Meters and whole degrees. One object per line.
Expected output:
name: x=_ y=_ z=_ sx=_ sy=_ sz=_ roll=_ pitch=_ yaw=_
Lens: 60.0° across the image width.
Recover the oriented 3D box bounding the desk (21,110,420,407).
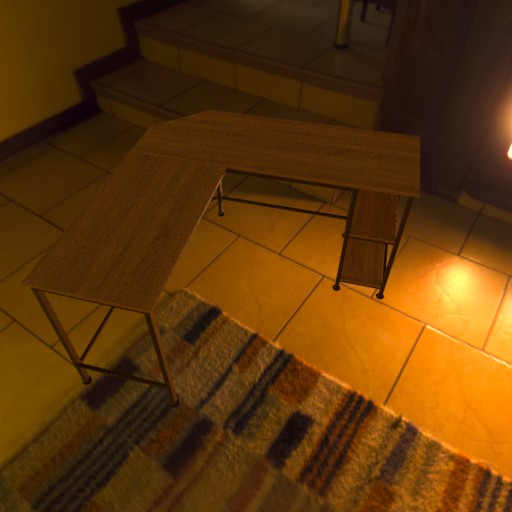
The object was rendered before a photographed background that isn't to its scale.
desk: x=0.000 y=0.000 z=2.193 sx=1.379 sy=0.739 sz=1.379 roll=11 pitch=47 yaw=10
